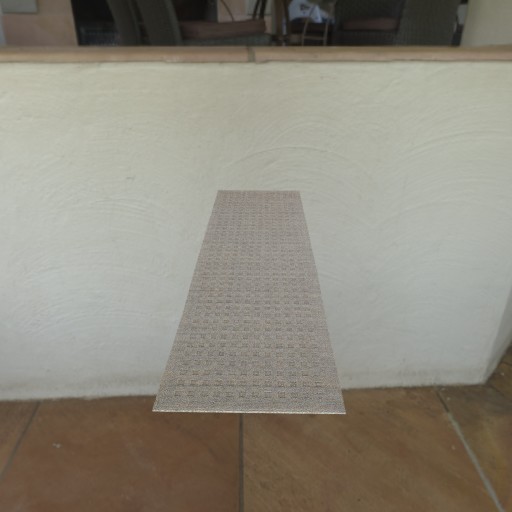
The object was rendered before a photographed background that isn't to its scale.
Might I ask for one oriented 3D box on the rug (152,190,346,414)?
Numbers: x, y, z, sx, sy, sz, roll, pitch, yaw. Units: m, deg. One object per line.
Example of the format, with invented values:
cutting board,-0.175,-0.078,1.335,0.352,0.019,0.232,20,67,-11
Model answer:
rug,0.000,0.000,2.648,0.688,0.005,2.437,1,27,1
